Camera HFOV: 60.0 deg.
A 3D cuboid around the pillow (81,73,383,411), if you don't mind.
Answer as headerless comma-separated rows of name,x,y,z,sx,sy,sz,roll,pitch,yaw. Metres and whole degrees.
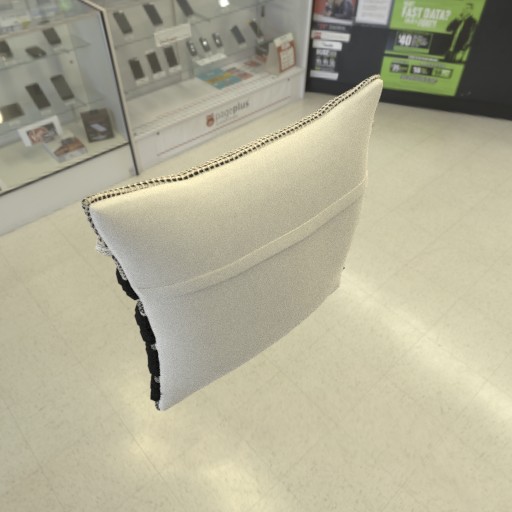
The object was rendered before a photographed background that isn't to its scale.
pillow,0.000,0.000,0.665,0.436,0.438,0.156,-31,53,-26
